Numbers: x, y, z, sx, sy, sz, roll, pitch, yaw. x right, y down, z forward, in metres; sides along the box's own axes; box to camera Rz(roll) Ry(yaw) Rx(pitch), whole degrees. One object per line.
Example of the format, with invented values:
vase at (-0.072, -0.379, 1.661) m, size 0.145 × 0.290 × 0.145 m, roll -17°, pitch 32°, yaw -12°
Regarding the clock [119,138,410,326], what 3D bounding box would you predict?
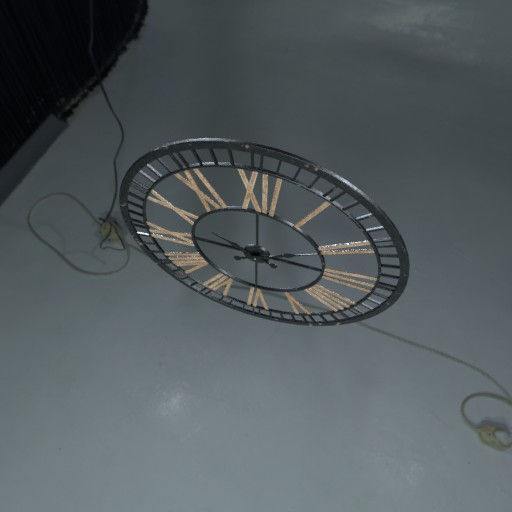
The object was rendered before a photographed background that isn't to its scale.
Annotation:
clock at (0.000, 0.000, 1.284) m, size 0.843 × 0.843 × 0.025 m, roll 14°, pitch 58°, yaw 9°
